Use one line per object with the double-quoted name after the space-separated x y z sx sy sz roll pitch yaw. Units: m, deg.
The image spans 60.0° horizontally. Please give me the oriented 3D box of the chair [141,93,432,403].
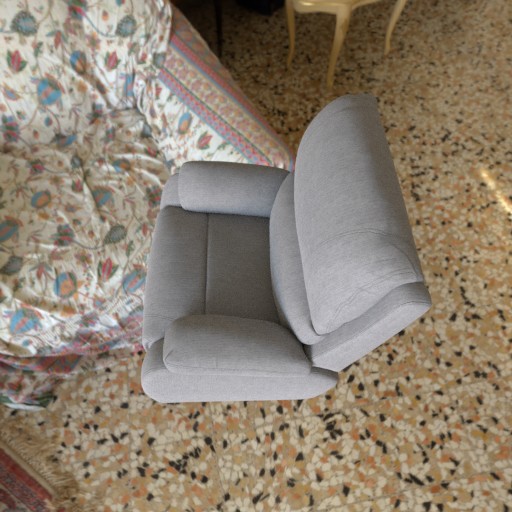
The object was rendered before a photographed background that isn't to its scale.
0.000 0.000 1.706 0.899 1.011 0.930 -1 57 -1 "chair"
